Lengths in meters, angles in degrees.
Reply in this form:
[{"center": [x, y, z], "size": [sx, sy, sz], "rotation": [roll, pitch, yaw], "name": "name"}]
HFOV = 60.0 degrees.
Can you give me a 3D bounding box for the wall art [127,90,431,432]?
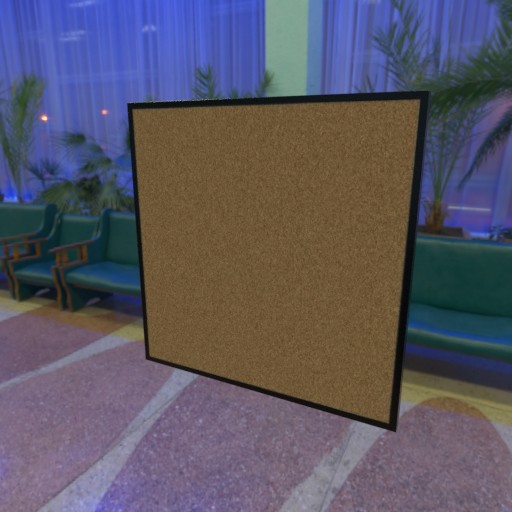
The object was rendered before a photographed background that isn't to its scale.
[{"center": [0.000, 0.000, 0.518], "size": [0.349, 0.349, 0.014], "rotation": [8, 17, 26], "name": "wall art"}]
